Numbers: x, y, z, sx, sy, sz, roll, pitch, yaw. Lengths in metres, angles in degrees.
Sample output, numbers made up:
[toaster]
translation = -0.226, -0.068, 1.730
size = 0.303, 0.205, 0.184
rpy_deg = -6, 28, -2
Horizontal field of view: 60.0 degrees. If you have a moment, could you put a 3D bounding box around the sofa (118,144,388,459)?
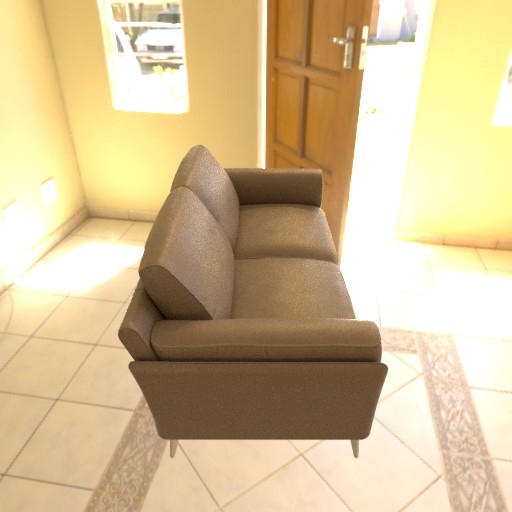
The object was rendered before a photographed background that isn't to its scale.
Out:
[sofa]
translation = 0.000, 0.000, 2.655
size = 1.049, 0.930, 2.101
rpy_deg = 0, 31, 0
